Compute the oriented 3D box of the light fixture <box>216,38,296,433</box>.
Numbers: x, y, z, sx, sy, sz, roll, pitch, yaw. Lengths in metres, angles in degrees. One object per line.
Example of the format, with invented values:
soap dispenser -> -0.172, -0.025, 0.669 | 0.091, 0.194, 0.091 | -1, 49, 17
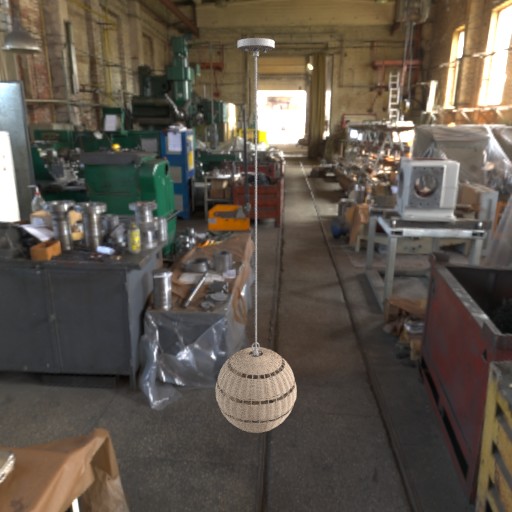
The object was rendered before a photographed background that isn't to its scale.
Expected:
light fixture -> 0.000, 0.000, 2.288 | 0.457, 2.019, 0.457 | -9, 19, -28
